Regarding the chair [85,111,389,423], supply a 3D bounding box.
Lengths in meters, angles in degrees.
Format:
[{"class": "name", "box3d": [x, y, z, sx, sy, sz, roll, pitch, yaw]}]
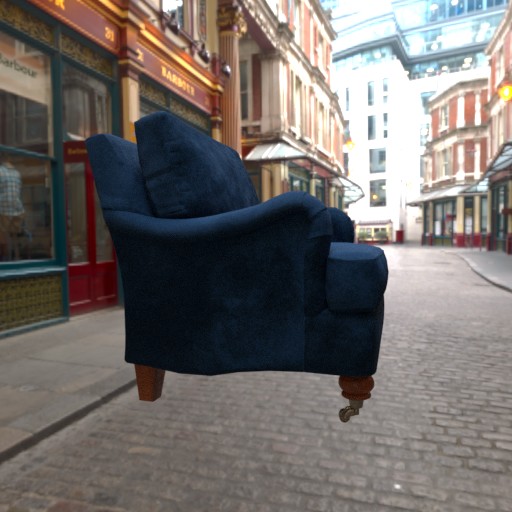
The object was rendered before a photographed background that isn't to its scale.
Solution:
[{"class": "chair", "box3d": [0.000, 0.000, 1.884, 1.078, 1.076, 0.895, 1, 2, 17]}]
